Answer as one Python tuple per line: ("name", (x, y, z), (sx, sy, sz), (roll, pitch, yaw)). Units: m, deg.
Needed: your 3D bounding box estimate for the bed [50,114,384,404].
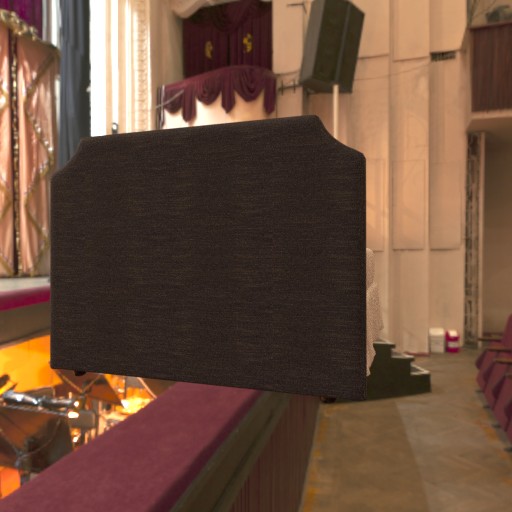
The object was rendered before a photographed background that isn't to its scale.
("bed", (0.000, 0.000, 3.145), (1.693, 1.290, 2.116), (0, 1, 19))
